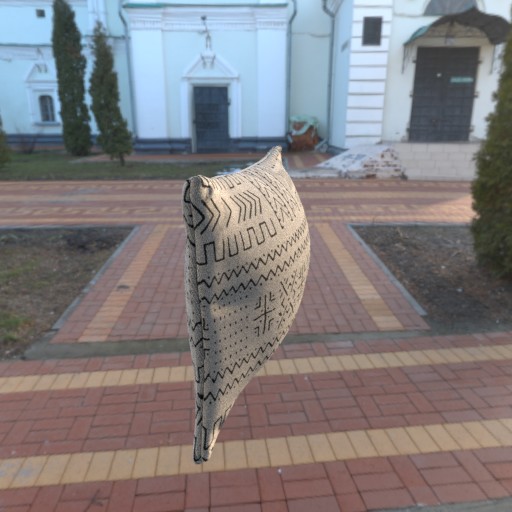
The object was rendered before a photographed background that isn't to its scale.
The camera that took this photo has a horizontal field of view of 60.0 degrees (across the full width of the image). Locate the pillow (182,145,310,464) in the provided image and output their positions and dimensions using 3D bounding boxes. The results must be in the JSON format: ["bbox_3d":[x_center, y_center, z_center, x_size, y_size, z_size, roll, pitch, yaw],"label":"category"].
[{"bbox_3d":[0.000,0.000,0.784,0.188,0.352,0.637,3,17,10],"label":"pillow"}]
